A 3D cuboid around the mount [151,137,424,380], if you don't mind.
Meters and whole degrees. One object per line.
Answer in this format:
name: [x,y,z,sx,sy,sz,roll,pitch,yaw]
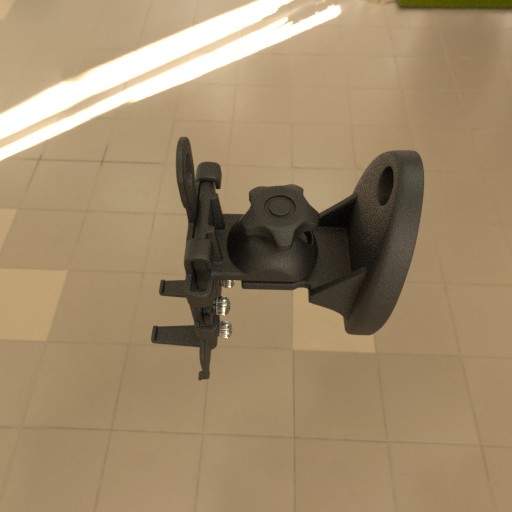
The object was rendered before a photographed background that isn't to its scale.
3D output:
mount: [0.000,0.000,0.179,0.100,0.118,0.066,1,57,1]
